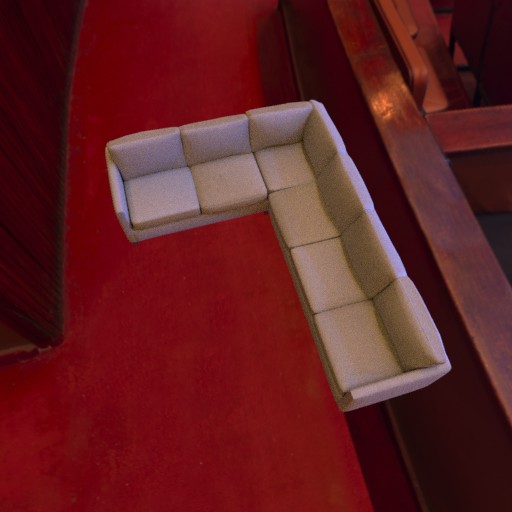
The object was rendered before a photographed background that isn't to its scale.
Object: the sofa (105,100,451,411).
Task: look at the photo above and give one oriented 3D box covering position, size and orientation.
[{"bbox_3d":[0.000,0.000,4.513,2.592,0.947,3.301,-14,63,-7],"label":"sofa"}]
